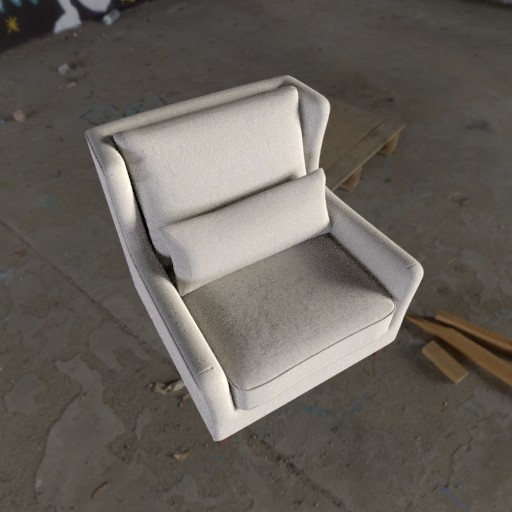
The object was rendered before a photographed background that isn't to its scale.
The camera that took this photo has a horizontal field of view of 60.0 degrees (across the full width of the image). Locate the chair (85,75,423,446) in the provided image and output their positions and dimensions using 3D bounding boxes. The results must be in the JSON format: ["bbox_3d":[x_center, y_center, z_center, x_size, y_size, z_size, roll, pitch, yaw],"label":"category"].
[{"bbox_3d":[0.000,0.000,1.905,0.982,1.056,1.040,-23,51,-20],"label":"chair"}]
